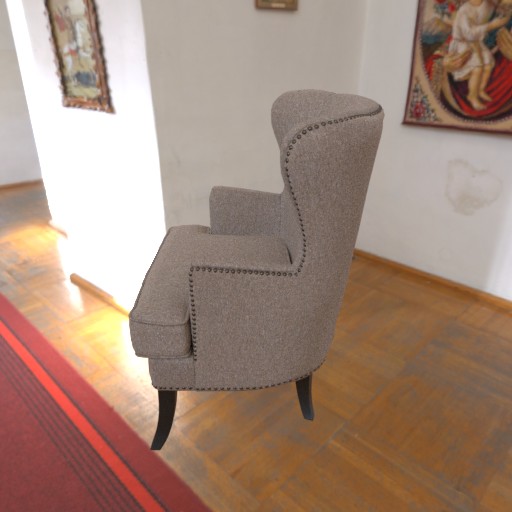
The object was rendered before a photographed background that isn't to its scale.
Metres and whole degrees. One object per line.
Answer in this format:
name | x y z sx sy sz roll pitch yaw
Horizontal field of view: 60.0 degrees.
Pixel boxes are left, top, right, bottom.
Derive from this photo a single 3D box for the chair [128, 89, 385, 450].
chair | 0.000 0.000 1.575 0.758 1.060 0.759 0 26 0
